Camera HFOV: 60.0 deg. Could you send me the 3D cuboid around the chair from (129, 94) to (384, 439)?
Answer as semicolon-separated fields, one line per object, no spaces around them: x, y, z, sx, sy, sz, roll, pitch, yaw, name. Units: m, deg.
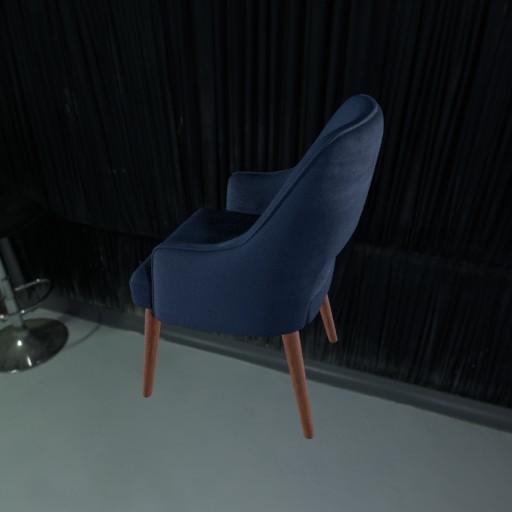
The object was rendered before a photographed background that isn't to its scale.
0.000;0.000;1.246;0.591;0.844;0.559;9;31;15;chair
